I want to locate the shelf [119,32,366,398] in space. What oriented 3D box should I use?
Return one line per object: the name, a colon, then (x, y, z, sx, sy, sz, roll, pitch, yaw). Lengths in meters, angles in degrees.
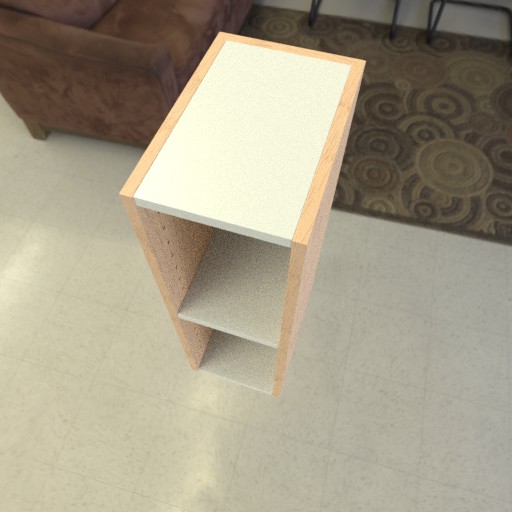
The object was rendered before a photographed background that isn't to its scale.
shelf: (0.000, 0.000, 0.761, 0.200, 0.600, 0.290, 16, 60, 9)
